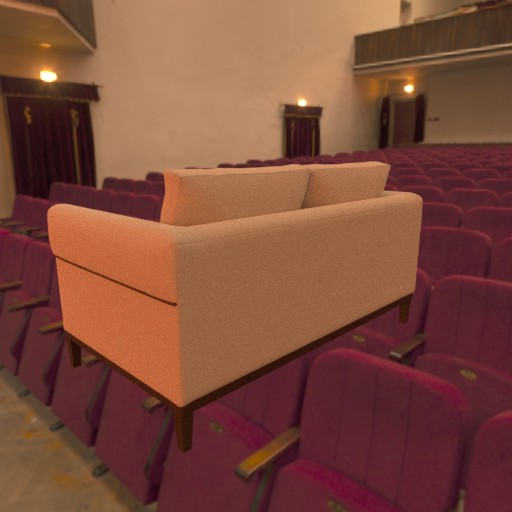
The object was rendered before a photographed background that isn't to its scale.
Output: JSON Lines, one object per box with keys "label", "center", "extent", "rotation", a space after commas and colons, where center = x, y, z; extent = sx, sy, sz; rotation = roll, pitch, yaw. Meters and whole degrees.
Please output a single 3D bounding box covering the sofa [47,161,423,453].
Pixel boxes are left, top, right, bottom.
{"label": "sofa", "center": [0.000, 0.000, 2.115], "extent": [0.905, 0.873, 1.598], "rotation": [13, 19, 43]}
